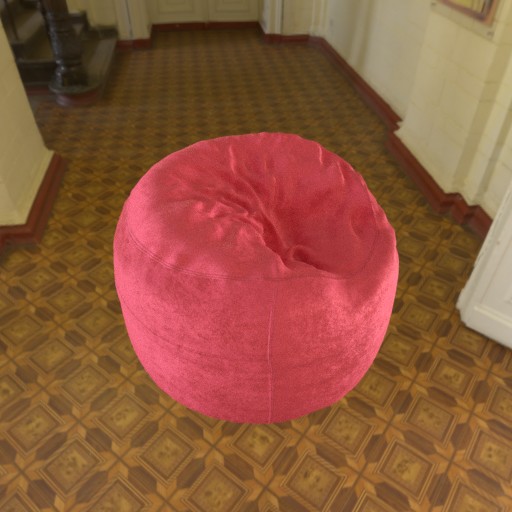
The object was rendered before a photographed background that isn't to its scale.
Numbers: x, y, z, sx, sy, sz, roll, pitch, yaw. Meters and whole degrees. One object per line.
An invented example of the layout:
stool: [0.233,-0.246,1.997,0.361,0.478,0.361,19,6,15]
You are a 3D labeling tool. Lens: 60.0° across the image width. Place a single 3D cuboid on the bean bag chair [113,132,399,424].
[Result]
bean bag chair: [0.000,0.000,1.945,1.218,0.788,1.218,0,41,0]
